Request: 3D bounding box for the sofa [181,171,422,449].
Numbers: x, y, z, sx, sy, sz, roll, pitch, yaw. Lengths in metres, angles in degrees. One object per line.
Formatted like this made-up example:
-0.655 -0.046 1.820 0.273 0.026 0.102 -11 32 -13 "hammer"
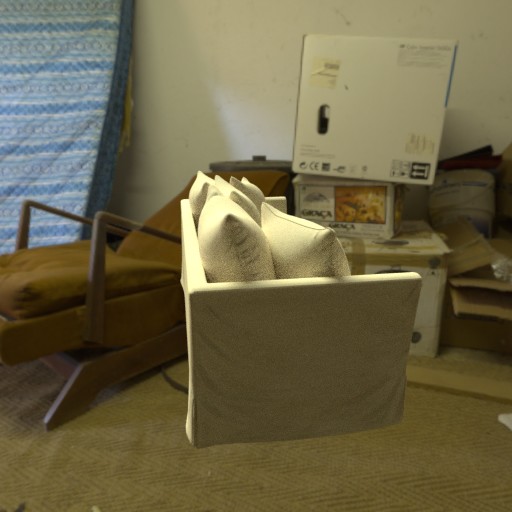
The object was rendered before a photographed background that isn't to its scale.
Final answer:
0.000 0.000 3.004 1.030 1.042 2.484 -3 16 -10 "sofa"
